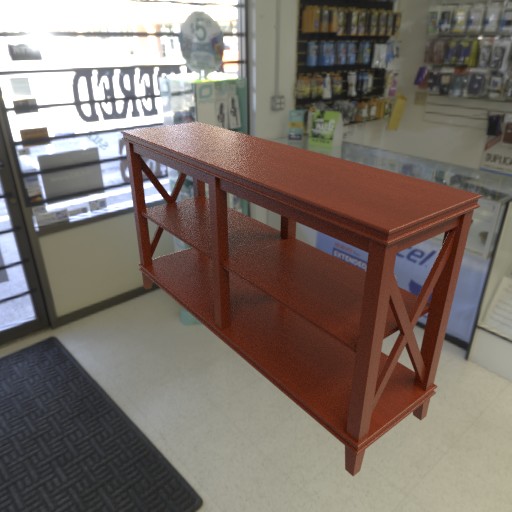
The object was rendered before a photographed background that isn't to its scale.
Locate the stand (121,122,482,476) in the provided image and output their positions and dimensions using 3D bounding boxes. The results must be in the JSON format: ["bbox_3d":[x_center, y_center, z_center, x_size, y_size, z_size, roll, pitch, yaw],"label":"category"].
[{"bbox_3d":[0.000,0.000,1.667,0.381,0.762,1.372,-19,32,-34],"label":"stand"}]
